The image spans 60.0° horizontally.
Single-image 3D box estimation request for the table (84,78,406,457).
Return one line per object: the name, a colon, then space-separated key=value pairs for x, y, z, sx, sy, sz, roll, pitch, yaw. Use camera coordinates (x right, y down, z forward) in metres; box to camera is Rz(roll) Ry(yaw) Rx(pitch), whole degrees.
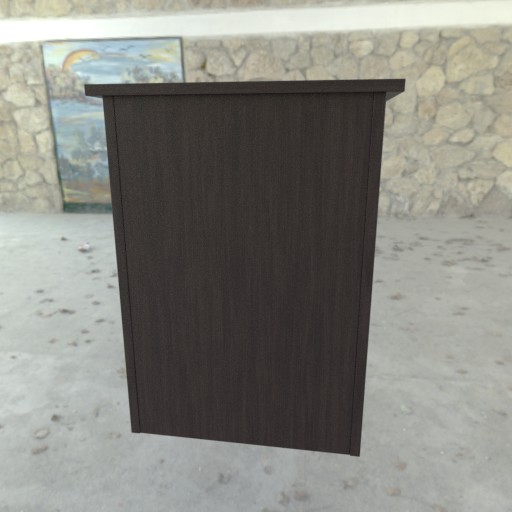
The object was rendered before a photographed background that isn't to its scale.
table: x=0.000 y=0.000 z=0.916 sx=0.480 sy=0.635 sz=0.381 roll=2 pitch=16 yaw=9
